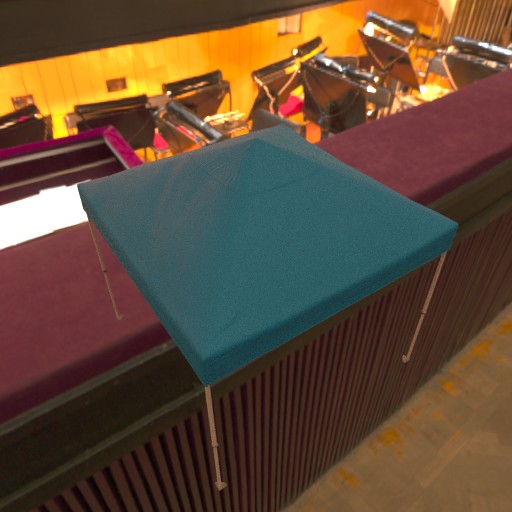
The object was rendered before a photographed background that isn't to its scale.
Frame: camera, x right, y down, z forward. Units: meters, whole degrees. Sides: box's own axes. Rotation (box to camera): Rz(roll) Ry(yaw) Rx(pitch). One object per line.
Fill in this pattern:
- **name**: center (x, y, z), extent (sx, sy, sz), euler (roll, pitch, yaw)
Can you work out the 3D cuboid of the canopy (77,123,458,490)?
- **canopy**: center (0.000, 0.000, 5.277), extent (2.998, 2.997, 2.996), euler (-24, 46, -26)
